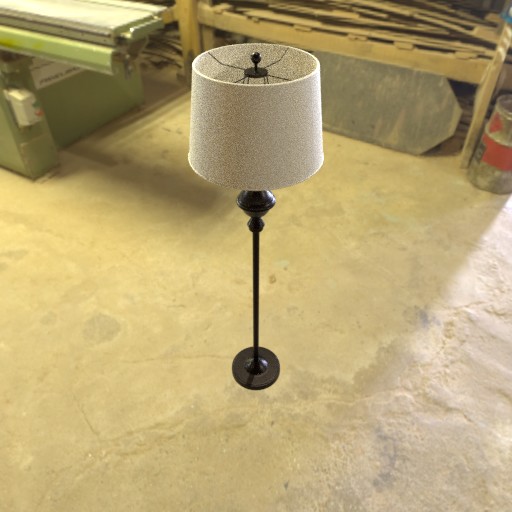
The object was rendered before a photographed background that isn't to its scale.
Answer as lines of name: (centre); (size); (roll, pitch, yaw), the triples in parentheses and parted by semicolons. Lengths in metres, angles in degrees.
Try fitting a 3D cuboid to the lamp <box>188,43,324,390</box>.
lamp: (0.000, 0.000, 1.704); (0.431, 1.484, 0.431); (0, 41, 0)
